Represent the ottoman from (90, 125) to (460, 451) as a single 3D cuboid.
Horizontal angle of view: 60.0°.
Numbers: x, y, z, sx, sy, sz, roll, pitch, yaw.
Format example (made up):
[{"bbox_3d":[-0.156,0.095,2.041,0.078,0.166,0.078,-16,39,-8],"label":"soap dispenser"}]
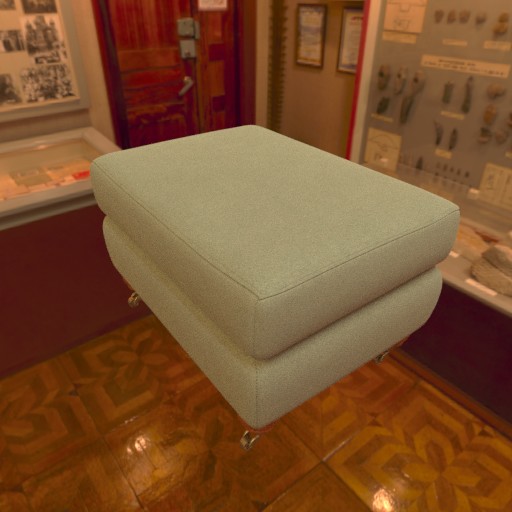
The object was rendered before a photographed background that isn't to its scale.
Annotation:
[{"bbox_3d":[0.000,0.000,1.155,0.569,0.499,0.773,-22,38,-30],"label":"ottoman"}]
